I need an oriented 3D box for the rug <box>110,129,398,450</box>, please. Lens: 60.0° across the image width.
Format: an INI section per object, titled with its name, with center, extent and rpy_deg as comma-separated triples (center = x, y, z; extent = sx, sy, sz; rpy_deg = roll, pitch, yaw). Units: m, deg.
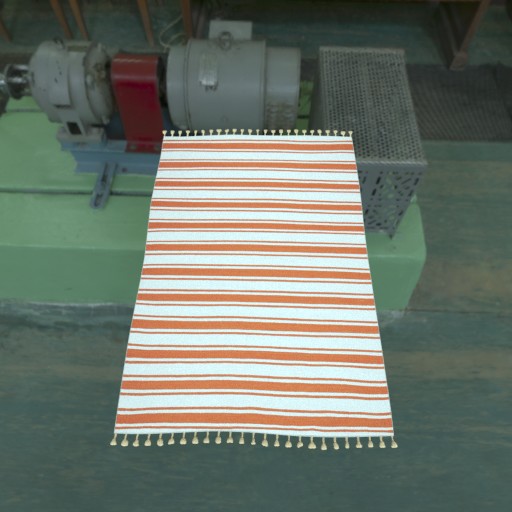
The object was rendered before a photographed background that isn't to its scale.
[rug]
center = 0.000, 0.000, 3.021
extent = 1.556, 0.022, 2.433
rpy_deg = 1, 59, 0
